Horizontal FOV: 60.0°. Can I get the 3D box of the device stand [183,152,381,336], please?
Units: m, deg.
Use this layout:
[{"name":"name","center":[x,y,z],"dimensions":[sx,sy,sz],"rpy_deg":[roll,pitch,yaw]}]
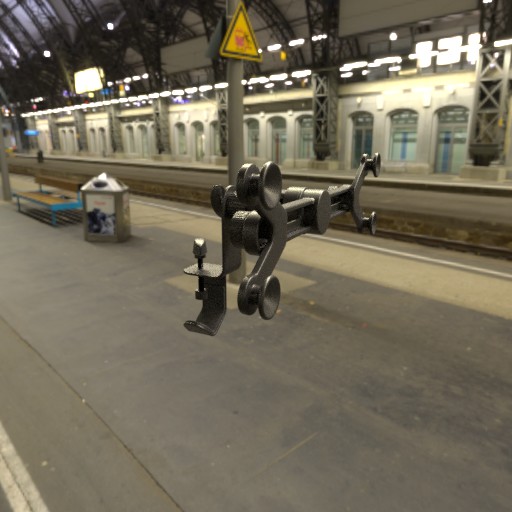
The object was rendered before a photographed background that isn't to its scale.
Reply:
[{"name":"device stand","center":[0.000,0.000,0.371],"dimensions":[0.142,0.166,0.270],"rpy_deg":[7,16,26]}]
